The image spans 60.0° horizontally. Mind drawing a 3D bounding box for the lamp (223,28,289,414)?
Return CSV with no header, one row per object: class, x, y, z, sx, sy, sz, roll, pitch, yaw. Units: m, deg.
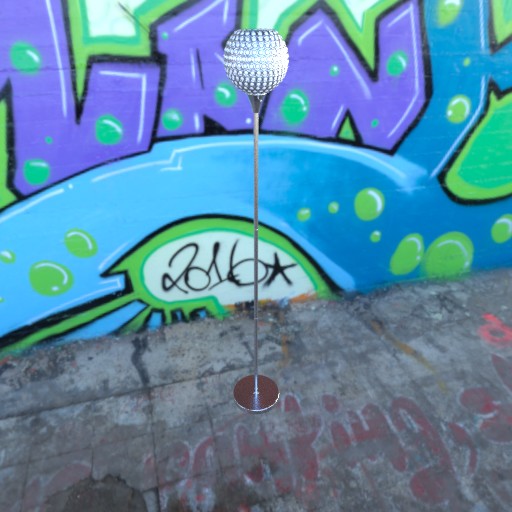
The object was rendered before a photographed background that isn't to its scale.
lamp,0.000,0.000,1.980,0.254,1.805,0.254,0,31,0
